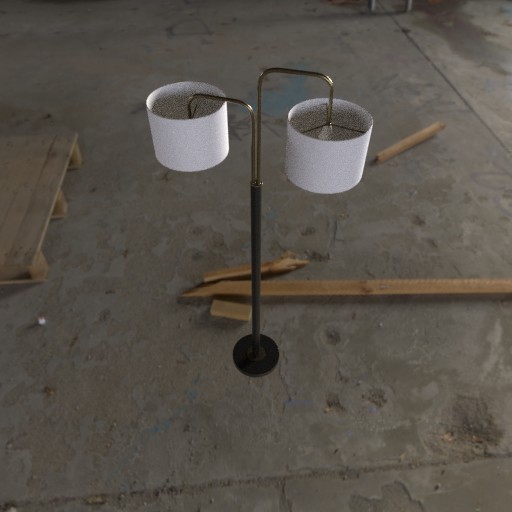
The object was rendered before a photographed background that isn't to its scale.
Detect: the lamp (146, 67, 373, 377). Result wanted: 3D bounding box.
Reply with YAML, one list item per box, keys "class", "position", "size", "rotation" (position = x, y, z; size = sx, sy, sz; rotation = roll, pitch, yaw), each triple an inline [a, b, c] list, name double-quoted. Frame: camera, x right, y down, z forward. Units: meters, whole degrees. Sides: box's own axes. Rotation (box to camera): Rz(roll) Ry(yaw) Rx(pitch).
- class: "lamp"
  position: [0.000, 0.000, 1.845]
  size: [0.711, 1.587, 0.254]
  rotation: [11, 47, 10]
